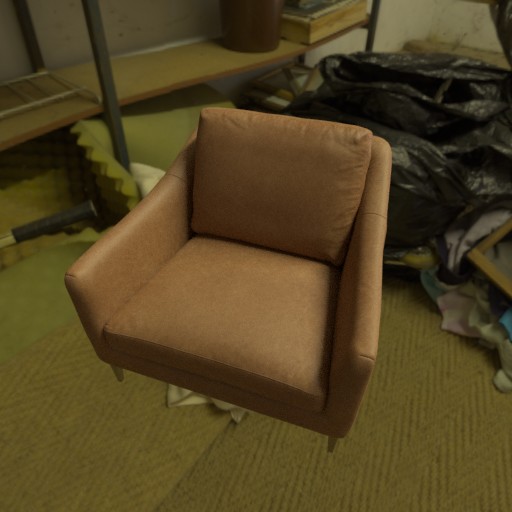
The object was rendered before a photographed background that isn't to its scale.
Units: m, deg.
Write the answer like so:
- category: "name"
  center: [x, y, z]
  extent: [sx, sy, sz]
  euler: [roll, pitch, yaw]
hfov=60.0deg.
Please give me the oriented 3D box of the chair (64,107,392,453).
- category: "chair"
  center: [0.000, 0.000, 1.697]
  extent: [0.988, 0.895, 0.963]
  euler: [13, 42, 15]
